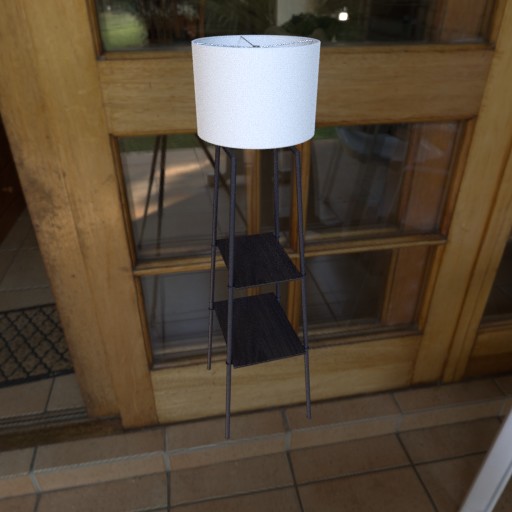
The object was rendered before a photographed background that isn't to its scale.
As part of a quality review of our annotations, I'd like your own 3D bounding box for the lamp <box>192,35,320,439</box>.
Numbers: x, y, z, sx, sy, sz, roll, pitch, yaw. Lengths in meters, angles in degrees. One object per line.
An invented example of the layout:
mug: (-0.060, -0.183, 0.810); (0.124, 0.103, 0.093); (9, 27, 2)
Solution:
lamp: (0.000, 0.000, 1.680); (0.384, 1.474, 0.427); (-8, 32, -14)
